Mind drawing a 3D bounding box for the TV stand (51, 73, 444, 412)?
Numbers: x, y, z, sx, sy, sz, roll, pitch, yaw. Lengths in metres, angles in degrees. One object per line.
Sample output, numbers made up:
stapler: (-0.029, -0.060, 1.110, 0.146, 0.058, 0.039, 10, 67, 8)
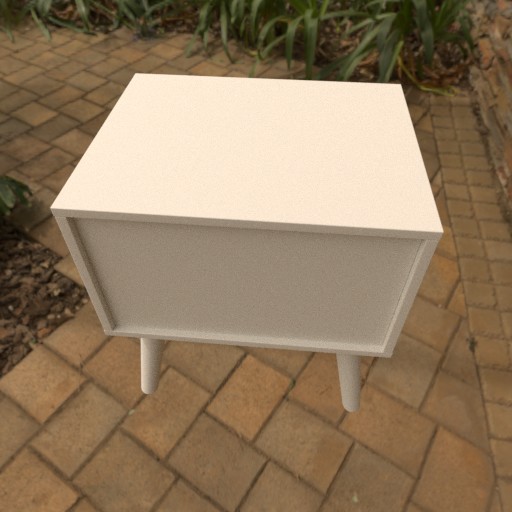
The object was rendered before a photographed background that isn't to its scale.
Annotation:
TV stand: (0.000, 0.000, 0.909, 0.508, 0.559, 0.405, 4, 47, 4)
